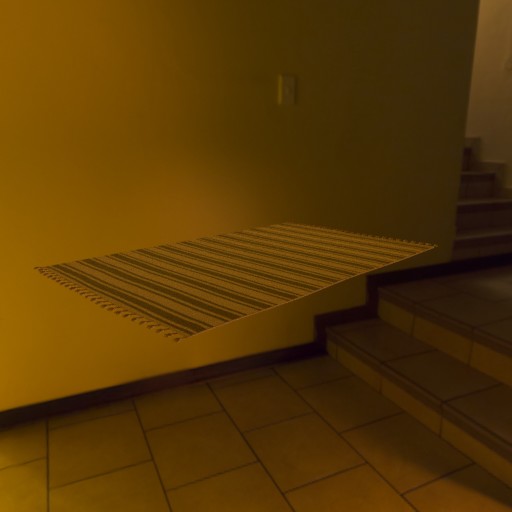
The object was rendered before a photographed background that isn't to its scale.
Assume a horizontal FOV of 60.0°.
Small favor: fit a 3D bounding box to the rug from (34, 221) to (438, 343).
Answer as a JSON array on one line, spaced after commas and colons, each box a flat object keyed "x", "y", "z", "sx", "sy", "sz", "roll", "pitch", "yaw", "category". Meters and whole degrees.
[{"x": 0.000, "y": 0.000, "z": 2.353, "sx": 1.875, "sy": 0.013, "sz": 1.162, "roll": -14, "pitch": 20, "yaw": -43, "category": "rug"}]
